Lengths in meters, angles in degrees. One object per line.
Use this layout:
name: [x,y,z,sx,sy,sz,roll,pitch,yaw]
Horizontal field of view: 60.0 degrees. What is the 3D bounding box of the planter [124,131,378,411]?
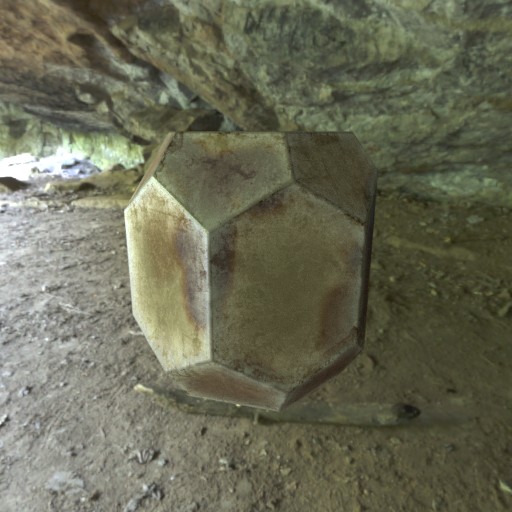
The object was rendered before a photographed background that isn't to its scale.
planter: [0.000,0.000,0.439,0.221,0.238,0.243,-15,21,-42]
